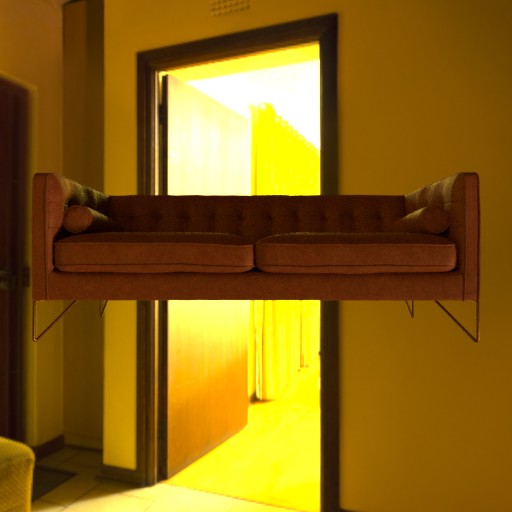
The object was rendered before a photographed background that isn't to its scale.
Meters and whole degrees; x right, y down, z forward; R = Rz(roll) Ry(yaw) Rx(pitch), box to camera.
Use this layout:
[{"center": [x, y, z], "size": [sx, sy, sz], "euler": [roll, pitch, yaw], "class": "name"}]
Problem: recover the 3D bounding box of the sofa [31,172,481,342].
[{"center": [0.000, 0.000, 2.463], "size": [2.079, 0.798, 0.912], "euler": [0, 0, 0], "class": "sofa"}]
